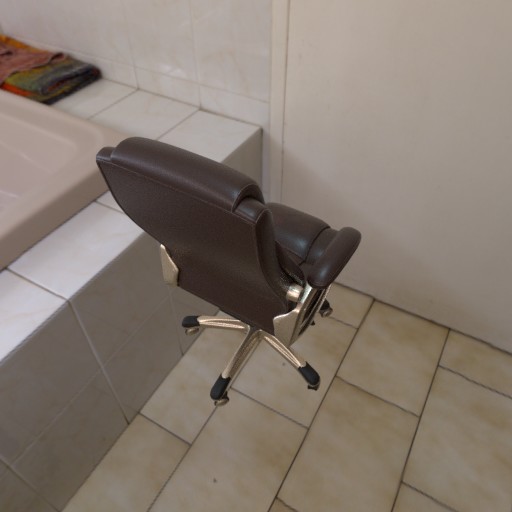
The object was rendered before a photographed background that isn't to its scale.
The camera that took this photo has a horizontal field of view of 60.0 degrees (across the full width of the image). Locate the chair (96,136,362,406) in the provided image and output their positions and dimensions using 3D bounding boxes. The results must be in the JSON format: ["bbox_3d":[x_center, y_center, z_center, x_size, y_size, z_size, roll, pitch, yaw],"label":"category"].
[{"bbox_3d":[0.000,0.000,1.638,0.692,1.194,0.749,24,50,22],"label":"chair"}]
